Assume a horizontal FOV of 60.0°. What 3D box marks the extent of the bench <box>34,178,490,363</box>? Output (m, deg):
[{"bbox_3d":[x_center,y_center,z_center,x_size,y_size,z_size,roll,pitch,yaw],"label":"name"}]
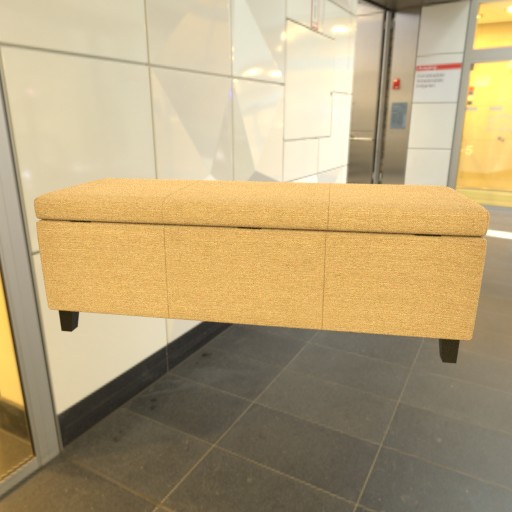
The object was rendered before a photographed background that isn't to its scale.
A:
[{"bbox_3d":[0.000,0.000,1.442,1.269,0.438,0.446,3,17,9],"label":"bench"}]
